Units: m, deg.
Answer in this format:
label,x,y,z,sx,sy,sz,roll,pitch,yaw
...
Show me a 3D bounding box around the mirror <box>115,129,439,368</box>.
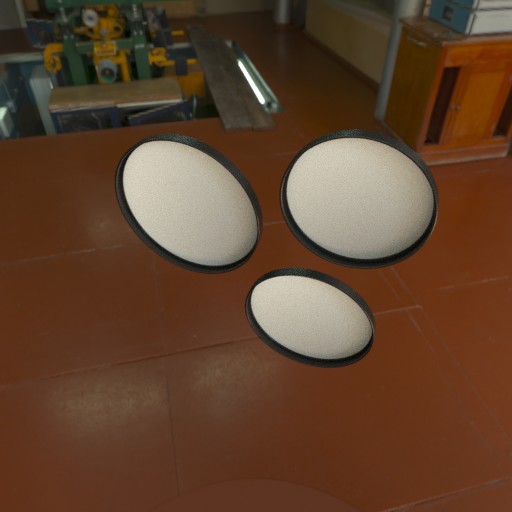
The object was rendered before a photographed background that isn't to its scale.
label,x,y,z,sx,sy,sz,roll,pitch,yaw
mirror,0.000,0.000,3.172,2.160,2.096,0.076,14,44,15
